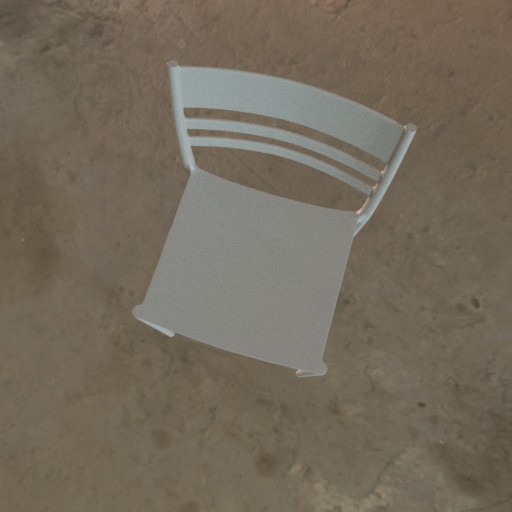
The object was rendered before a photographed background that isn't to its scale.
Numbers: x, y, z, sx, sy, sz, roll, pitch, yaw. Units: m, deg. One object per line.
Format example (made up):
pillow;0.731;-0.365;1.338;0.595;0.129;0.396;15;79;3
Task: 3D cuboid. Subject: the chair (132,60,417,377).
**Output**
chair;0.000;0.000;1.141;0.531;0.800;0.511;16;77;4
